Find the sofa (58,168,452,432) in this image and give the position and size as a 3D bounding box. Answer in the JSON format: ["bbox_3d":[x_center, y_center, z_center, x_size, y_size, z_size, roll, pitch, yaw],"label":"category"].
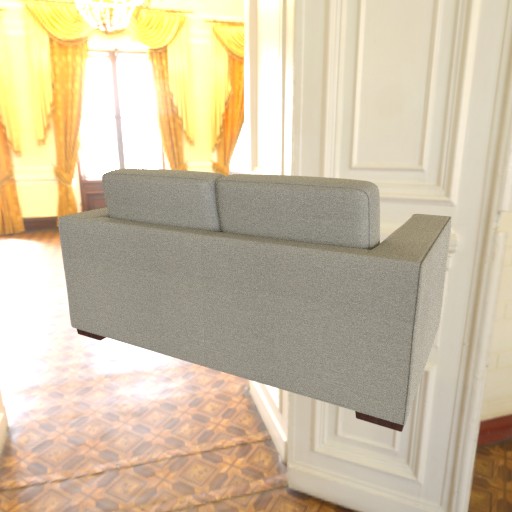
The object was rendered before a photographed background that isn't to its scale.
[{"bbox_3d":[0.000,0.000,2.373,1.812,0.924,1.007,8,18,27],"label":"sofa"}]
